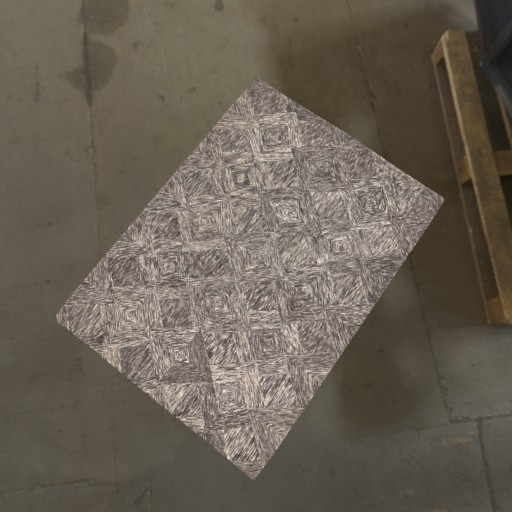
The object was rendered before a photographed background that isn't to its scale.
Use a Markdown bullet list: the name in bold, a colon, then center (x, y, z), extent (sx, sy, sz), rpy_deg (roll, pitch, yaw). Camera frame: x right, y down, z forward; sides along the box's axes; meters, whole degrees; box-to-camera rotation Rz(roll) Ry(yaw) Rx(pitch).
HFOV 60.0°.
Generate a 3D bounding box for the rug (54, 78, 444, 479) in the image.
- **rug**: center (0.000, 0.000, 5.442), extent (2.997, 0.020, 4.093), rpy_deg (36, 79, 8)
